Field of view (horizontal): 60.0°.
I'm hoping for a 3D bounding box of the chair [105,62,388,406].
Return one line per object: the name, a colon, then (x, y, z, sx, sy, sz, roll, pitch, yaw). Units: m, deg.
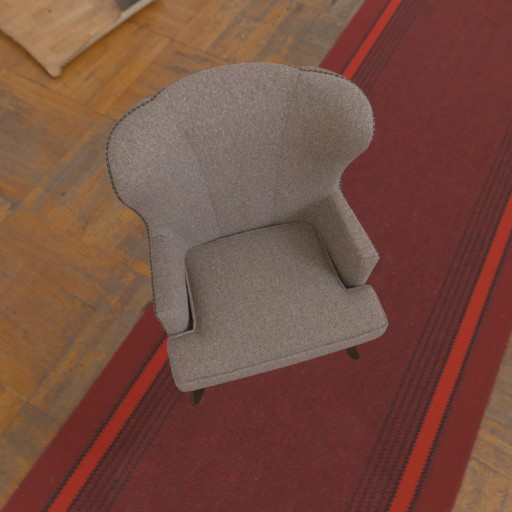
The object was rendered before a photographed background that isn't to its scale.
chair: (0.000, 0.000, 1.582, 0.759, 1.060, 0.758, -14, 64, -7)
